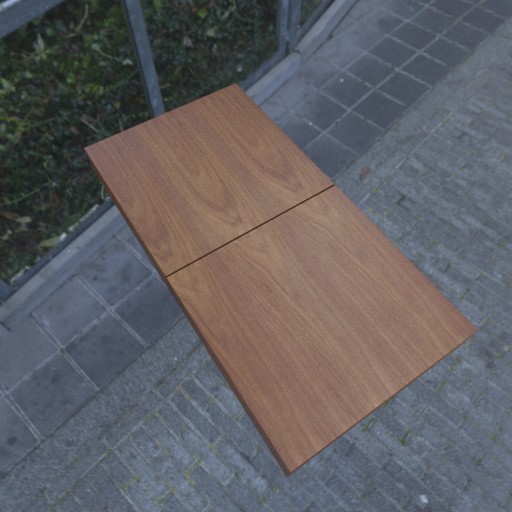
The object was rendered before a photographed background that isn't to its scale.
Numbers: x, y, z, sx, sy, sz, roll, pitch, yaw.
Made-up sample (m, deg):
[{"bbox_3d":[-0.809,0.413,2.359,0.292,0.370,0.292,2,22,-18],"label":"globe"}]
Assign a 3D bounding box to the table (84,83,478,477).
[{"bbox_3d":[0.000,0.000,1.477,0.610,0.330,1.194,-30,63,-17],"label":"table"}]
